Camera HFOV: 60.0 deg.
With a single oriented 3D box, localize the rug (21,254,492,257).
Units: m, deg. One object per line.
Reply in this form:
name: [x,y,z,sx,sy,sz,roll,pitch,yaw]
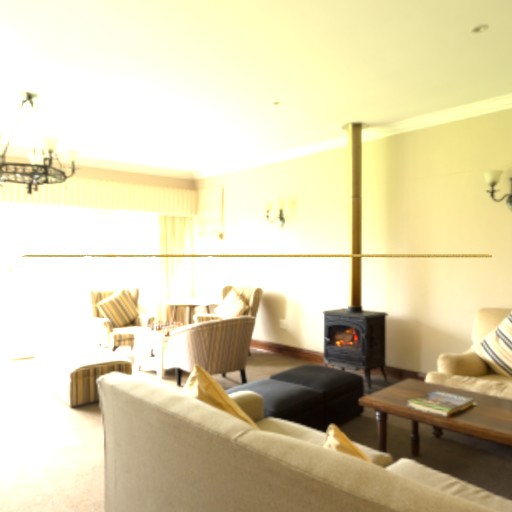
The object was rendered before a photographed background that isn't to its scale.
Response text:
rug: [0.000,0.000,2.864,2.205,0.014,1.589,0,0,-1]
